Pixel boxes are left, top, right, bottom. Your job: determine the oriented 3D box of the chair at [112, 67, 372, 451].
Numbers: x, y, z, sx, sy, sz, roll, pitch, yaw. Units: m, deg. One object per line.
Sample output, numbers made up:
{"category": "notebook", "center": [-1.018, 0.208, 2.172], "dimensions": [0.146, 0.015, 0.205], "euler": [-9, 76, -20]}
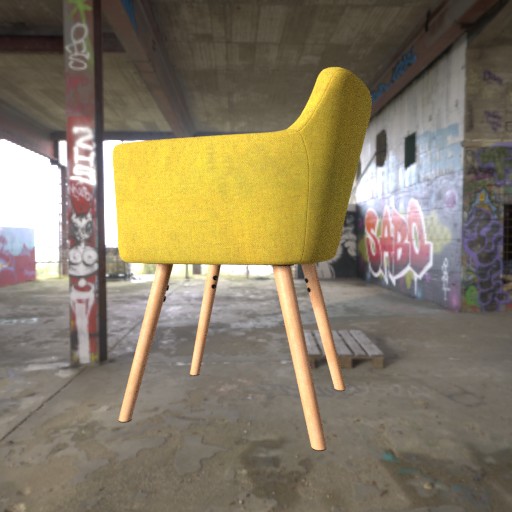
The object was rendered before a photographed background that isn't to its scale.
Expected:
{"category": "chair", "center": [0.000, 0.000, 1.143], "dimensions": [0.570, 0.780, 0.570], "euler": [1, 2, 18]}
